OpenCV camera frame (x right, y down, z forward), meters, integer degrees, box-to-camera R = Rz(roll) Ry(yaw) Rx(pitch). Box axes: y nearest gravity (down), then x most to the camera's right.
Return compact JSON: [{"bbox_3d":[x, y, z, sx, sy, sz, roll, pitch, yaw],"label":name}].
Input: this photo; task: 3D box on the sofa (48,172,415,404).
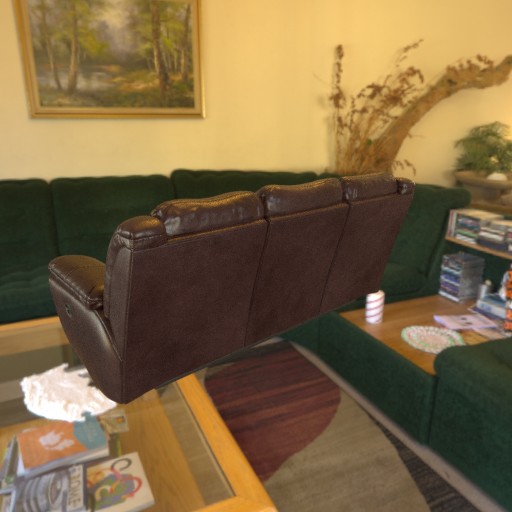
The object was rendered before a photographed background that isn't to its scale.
[{"bbox_3d":[0.000,0.000,2.902,2.337,1.043,0.991,-15,22,-40],"label":"sofa"}]
